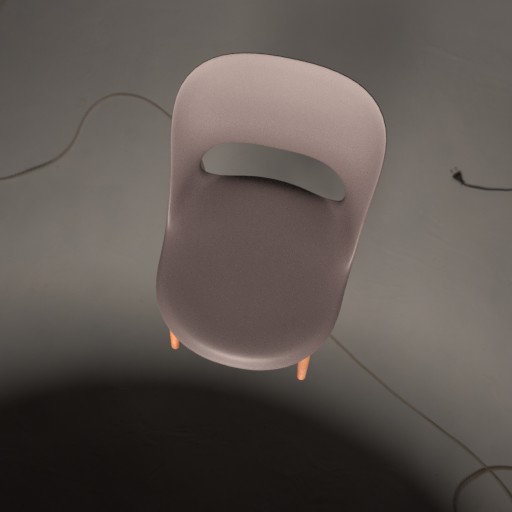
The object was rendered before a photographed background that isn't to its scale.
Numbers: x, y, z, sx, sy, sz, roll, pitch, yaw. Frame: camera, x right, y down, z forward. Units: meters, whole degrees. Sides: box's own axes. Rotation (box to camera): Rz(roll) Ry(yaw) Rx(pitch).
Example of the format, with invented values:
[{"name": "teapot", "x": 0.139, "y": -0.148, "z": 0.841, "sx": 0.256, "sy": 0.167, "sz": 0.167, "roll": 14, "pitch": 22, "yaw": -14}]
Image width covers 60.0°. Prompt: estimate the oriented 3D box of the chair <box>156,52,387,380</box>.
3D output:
[{"name": "chair", "x": 0.000, "y": 0.000, "z": 1.121, "sx": 0.470, "sy": 0.794, "sz": 0.556, "roll": 13, "pitch": 76, "yaw": 3}]
